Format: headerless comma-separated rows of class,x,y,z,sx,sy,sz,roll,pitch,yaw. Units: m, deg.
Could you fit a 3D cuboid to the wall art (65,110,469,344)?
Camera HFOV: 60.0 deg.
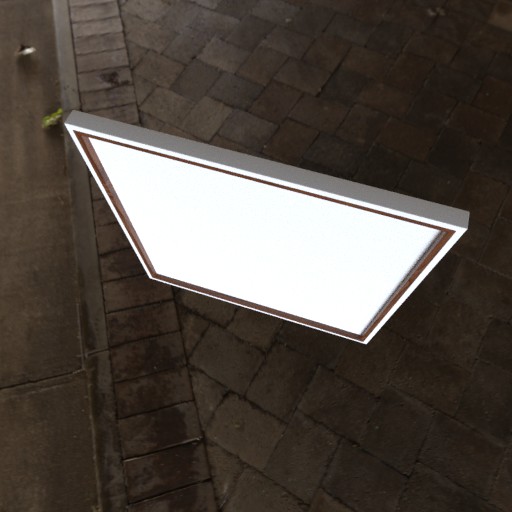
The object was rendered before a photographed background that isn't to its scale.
wall art,0.000,0.000,1.522,1.009,1.009,0.049,16,65,8
